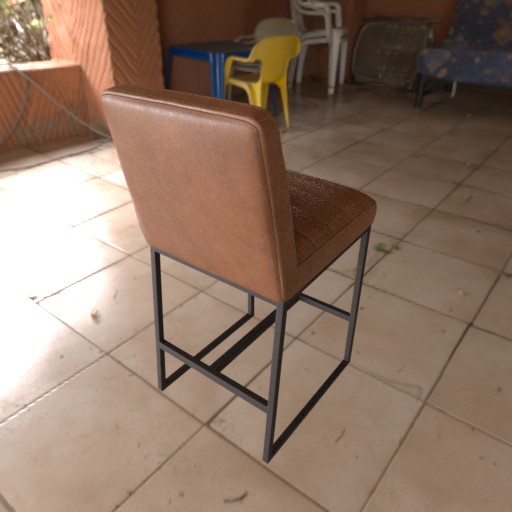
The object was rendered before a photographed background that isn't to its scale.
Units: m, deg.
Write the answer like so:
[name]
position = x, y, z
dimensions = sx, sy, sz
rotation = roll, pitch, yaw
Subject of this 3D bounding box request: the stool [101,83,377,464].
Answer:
[stool]
position = 0.000, 0.000, 1.238
dimensions = 0.458, 0.940, 0.556
rotation = 21, 37, 31
